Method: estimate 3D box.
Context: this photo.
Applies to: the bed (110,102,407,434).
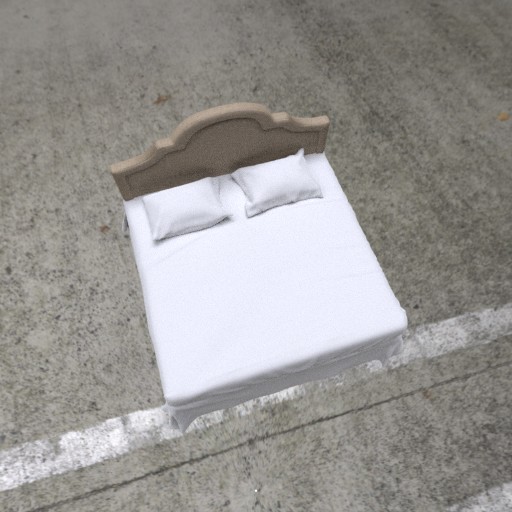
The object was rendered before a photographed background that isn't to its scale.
[{"bbox_3d":[0.000,0.000,3.806,2.303,1.631,2.222,-15,63,-8],"label":"bed"}]
